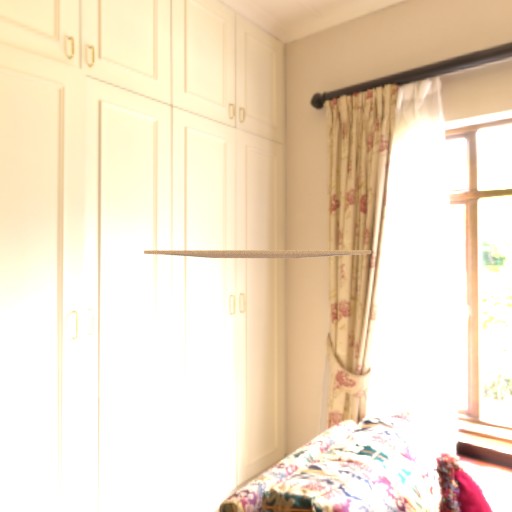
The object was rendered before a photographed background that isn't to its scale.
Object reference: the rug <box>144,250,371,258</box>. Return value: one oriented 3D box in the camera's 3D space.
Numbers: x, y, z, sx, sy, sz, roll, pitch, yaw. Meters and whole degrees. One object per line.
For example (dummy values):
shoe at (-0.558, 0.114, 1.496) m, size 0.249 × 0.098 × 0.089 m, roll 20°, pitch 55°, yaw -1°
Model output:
rug at (0.000, 0.000, 2.694) m, size 0.768 × 0.012 × 2.438 m, roll 0°, pitch -1°, yaw 0°
